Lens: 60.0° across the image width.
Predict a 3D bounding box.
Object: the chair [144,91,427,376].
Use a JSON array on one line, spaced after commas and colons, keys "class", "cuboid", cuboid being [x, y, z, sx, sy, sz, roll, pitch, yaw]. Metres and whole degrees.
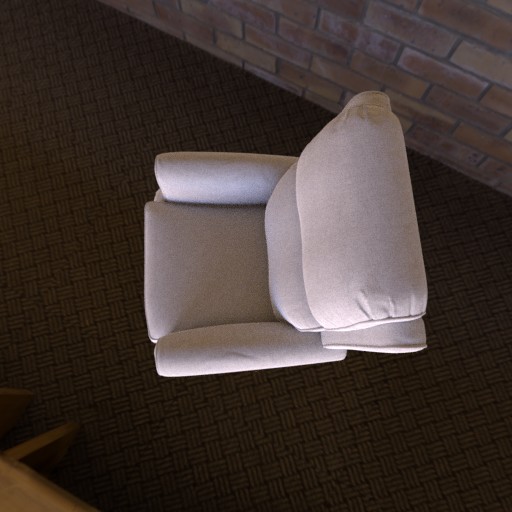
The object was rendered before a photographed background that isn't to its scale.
[{"class": "chair", "cuboid": [0.000, 0.000, 1.706, 0.919, 1.046, 0.859, -3, 75, -1]}]
